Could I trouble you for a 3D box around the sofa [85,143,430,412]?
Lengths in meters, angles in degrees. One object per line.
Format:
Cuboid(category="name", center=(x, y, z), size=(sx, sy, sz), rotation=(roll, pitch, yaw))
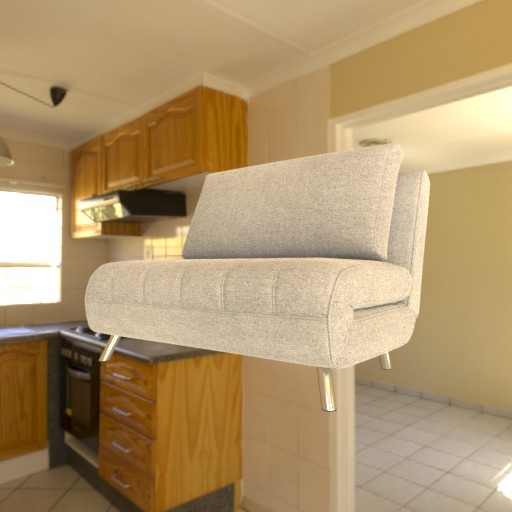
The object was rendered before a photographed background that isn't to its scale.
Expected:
Cuboid(category="sofa", center=(0.000, 0.000, 1.912), size=(1.220, 0.910, 0.910), rotation=(-1, -2, 37))
